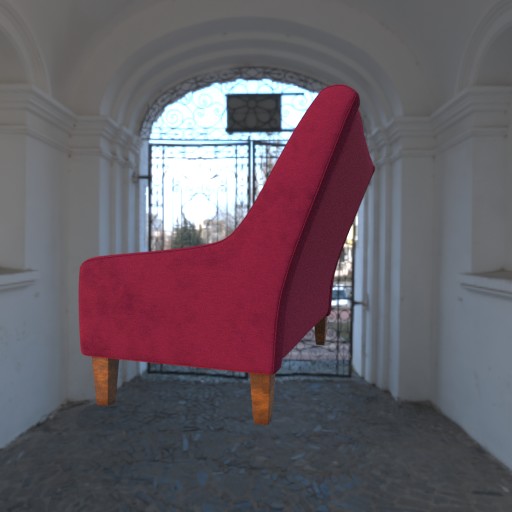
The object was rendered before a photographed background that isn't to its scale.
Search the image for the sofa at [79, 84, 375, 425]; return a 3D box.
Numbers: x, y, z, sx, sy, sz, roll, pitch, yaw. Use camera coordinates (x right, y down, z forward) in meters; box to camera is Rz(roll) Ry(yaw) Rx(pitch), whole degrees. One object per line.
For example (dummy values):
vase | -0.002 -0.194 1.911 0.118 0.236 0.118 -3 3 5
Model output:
sofa | 0.000 0.000 1.913 0.946 0.976 1.242 0 1 17
